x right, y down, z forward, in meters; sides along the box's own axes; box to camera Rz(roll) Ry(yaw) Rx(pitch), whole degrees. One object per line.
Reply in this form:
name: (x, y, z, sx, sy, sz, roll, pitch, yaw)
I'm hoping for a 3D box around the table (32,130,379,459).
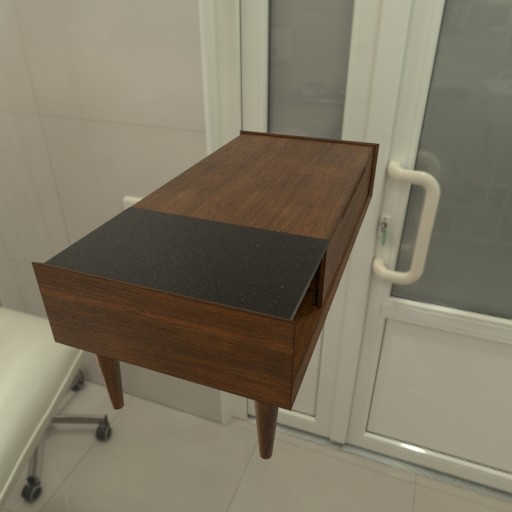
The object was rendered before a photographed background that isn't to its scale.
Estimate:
table: (0.000, 0.000, 1.515, 0.610, 0.508, 1.221, 11, 32, 18)
